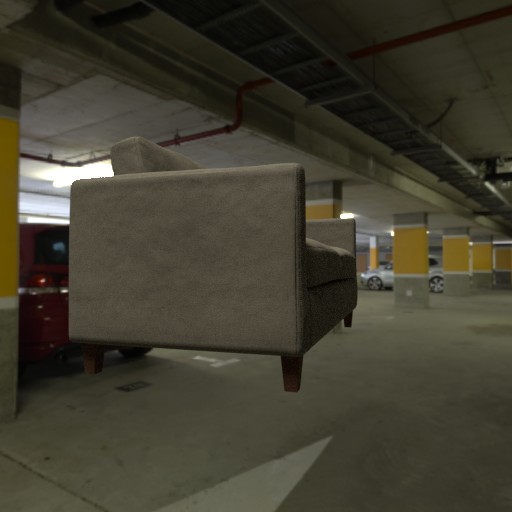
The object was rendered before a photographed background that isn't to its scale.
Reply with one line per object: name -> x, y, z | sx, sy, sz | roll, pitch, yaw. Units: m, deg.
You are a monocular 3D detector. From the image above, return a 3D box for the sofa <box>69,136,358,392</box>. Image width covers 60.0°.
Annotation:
sofa -> 0.000, 0.000, 2.444 | 0.950, 0.963, 1.884 | 0, -1, 18
